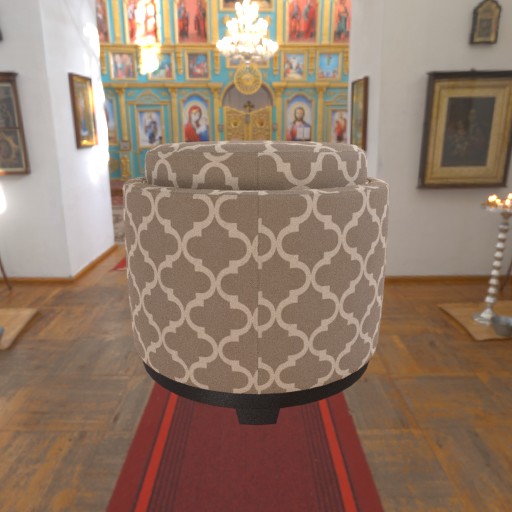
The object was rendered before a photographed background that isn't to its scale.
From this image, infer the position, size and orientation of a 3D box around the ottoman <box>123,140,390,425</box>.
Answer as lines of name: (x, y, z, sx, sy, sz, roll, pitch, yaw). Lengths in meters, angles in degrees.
ottoman: (0.000, 0.000, 0.853, 0.480, 0.429, 0.480, 0, 14, 0)
